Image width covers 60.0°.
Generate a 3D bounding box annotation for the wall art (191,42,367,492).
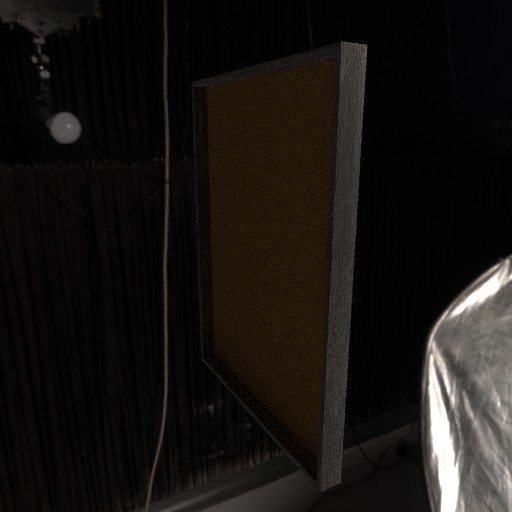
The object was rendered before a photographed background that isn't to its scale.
[{"bbox_3d":[0.000,0.000,1.292,0.063,1.016,0.762,-8,18,-28],"label":"wall art"}]
